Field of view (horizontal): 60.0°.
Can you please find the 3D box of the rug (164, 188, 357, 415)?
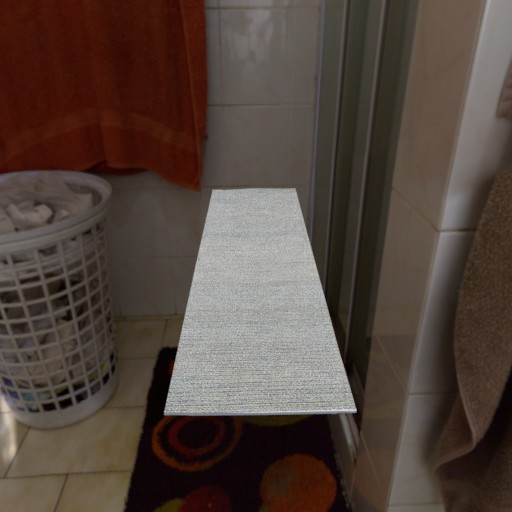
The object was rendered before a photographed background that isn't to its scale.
[{"bbox_3d":[0.000,0.000,2.573,0.675,0.037,2.341,0,28,-1],"label":"rug"}]
